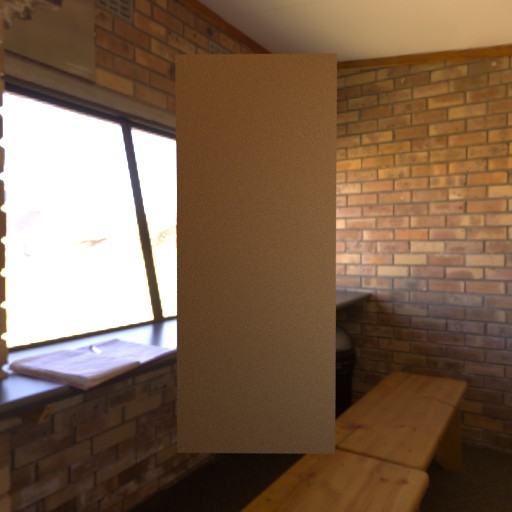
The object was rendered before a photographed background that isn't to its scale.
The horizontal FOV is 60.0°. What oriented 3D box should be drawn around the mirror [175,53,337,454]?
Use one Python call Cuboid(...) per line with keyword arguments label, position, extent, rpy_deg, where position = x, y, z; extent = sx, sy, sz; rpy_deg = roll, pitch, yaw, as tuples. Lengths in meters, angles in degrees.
Cuboid(label="mirror", position=(0.000, 0.000, 2.267), extent=(0.812, 2.031, 0.025), rpy_deg=(0, 2, 1))
